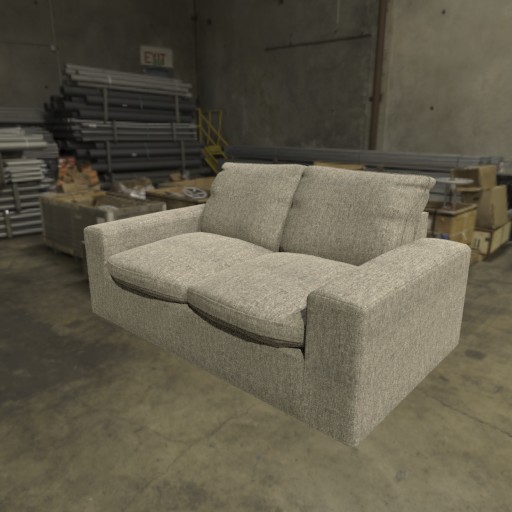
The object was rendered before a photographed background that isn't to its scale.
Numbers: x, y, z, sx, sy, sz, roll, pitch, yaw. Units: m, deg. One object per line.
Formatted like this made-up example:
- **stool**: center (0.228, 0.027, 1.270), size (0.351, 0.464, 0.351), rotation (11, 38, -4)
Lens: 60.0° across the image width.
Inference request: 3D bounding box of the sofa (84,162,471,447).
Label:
- **sofa**: center (0.000, 0.000, 2.291), size (1.758, 0.877, 1.094), rotation (14, 21, 40)
